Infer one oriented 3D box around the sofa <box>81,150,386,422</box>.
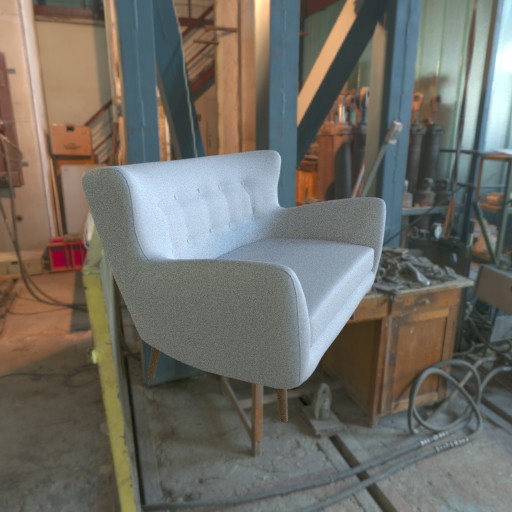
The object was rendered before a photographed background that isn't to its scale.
[{"bbox_3d":[0.000,0.000,2.022,0.921,0.878,1.424,8,18,25],"label":"sofa"}]
